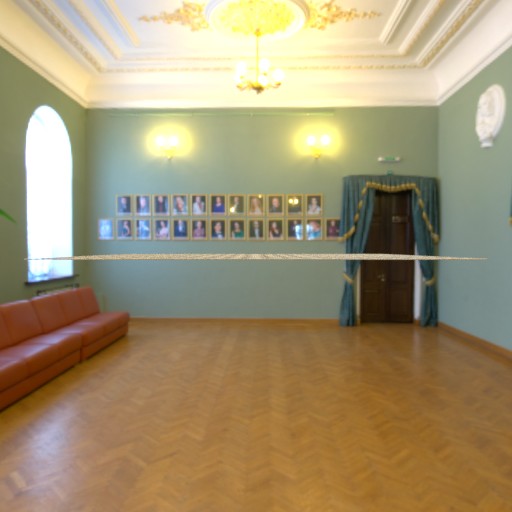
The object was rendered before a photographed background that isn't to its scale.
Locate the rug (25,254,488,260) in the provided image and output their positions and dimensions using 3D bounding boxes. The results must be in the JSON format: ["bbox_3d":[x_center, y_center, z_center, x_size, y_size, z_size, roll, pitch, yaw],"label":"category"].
[{"bbox_3d":[0.000,0.000,4.116,3.045,0.008,2.421,0,1,0],"label":"rug"}]
